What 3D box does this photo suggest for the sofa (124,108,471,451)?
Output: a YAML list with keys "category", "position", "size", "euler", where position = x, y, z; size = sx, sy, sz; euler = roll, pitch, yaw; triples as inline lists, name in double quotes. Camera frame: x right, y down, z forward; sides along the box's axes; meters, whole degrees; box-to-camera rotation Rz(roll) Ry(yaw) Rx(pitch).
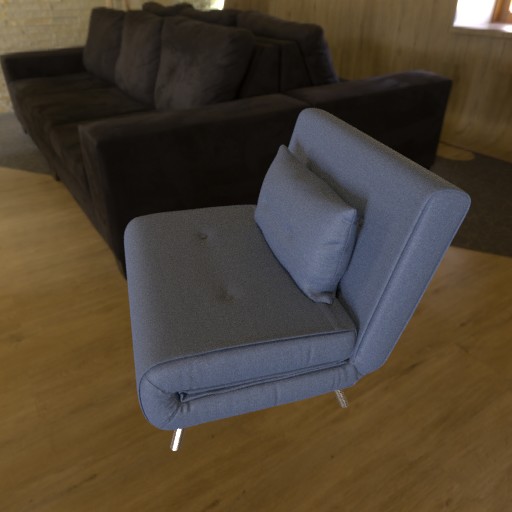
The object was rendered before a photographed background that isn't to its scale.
- category: "sofa"
  position: [0.000, 0.000, 1.727]
  size: [0.996, 0.860, 0.999]
  euler: [-9, 33, -14]
